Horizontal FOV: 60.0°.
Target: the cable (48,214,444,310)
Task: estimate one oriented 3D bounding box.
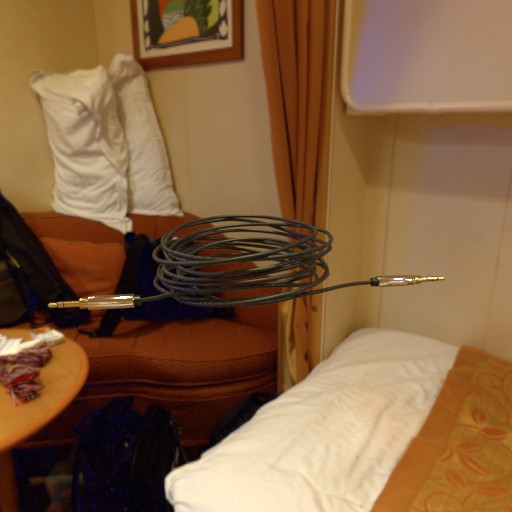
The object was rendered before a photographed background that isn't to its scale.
[{"bbox_3d":[0.000,0.000,0.513,0.432,0.069,0.198,-2,16,-8],"label":"cable"}]
